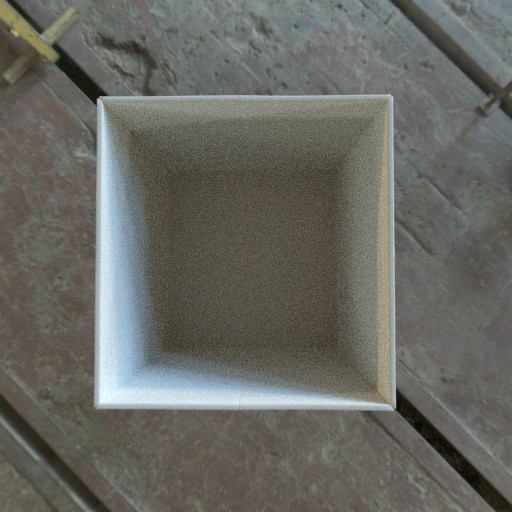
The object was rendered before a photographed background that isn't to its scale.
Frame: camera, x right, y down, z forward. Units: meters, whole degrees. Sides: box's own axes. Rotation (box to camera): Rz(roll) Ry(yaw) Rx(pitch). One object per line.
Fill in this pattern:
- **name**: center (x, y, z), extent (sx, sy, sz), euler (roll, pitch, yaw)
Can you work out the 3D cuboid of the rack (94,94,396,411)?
- **rack**: center (0.000, 0.000, 0.511), extent (0.270, 0.280, 0.270), euler (0, 88, 1)
